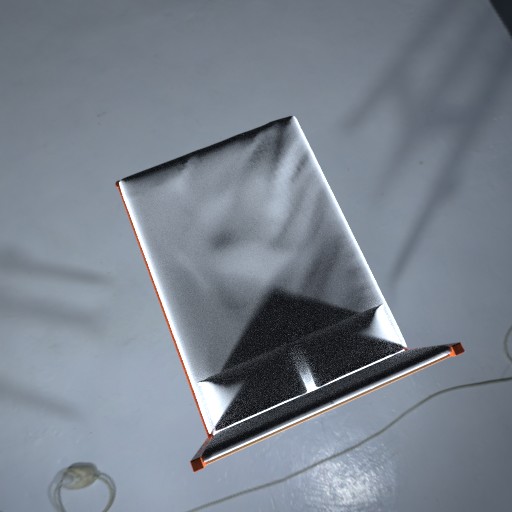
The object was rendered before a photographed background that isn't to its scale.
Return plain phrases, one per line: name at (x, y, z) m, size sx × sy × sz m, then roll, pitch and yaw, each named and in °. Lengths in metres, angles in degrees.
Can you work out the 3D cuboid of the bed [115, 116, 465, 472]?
bed at (0.000, 0.000, 3.104) m, size 1.566 × 1.165 × 2.117 m, roll -22°, pitch 77°, yaw -6°
